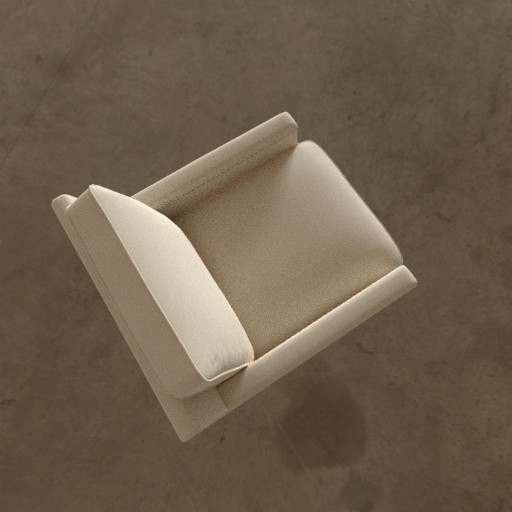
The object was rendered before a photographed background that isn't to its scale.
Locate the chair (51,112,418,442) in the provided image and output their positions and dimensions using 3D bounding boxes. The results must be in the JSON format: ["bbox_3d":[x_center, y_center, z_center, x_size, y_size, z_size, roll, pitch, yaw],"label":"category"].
[{"bbox_3d":[0.000,0.000,1.689,1.014,0.943,0.853,-32,76,-9],"label":"chair"}]
